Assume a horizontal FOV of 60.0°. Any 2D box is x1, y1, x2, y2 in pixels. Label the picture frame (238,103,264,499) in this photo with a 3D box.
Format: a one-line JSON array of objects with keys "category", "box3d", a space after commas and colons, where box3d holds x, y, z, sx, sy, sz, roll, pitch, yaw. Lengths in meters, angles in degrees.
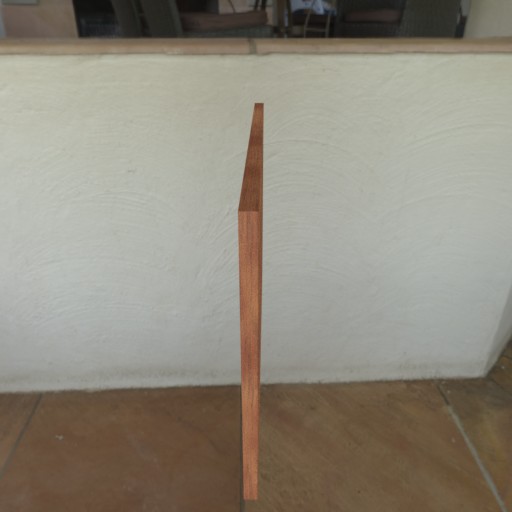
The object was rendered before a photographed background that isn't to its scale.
[{"category": "picture frame", "box3d": [0.000, 0.000, 1.189, 0.029, 0.640, 0.950, 1, 28, 1]}]
